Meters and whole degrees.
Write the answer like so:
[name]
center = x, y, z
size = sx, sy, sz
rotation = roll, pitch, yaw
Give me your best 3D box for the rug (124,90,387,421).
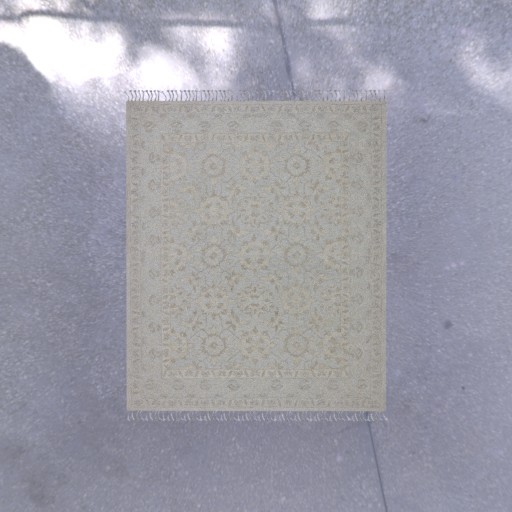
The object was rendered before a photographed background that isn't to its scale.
[rug]
center = 0.000, 0.000, 4.071
size = 2.444, 0.013, 3.043
rotation = 0, 90, 0
